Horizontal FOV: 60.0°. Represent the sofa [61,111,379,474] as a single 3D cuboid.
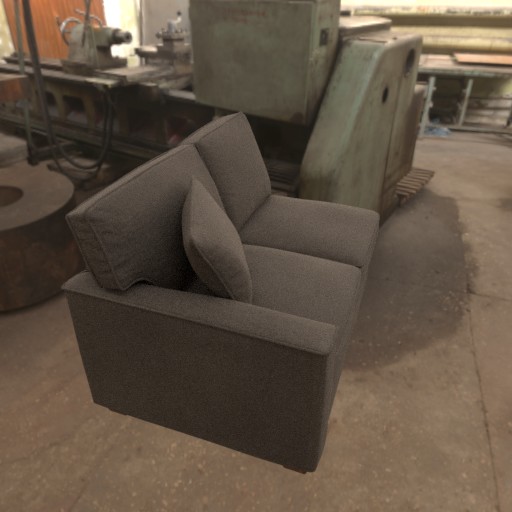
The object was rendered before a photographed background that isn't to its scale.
[{"bbox_3d":[0.000,0.000,2.051,0.991,0.989,1.388,10,32,17],"label":"sofa"}]
